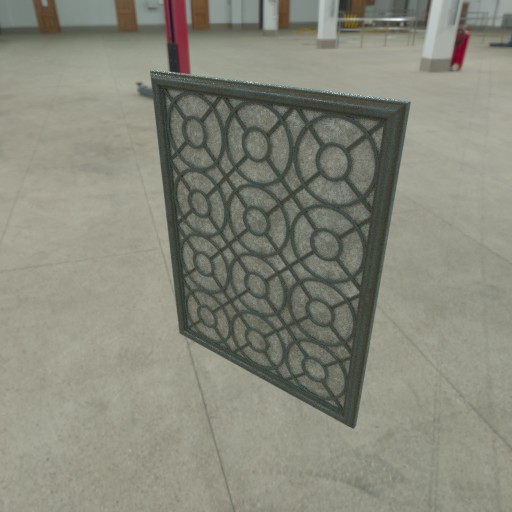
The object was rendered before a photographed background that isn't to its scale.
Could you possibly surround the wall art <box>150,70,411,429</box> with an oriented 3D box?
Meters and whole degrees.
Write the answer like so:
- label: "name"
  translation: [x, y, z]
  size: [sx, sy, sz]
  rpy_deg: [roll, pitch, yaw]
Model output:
- label: "wall art"
  translation: [0.000, 0.000, 1.339]
  size: [0.767, 0.983, 0.030]
  rpy_deg: [21, 36, 31]
